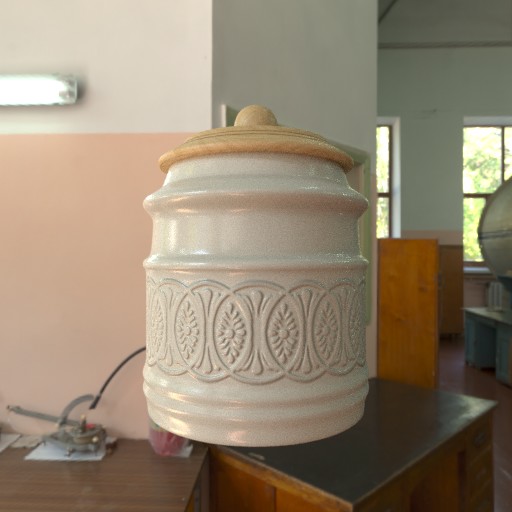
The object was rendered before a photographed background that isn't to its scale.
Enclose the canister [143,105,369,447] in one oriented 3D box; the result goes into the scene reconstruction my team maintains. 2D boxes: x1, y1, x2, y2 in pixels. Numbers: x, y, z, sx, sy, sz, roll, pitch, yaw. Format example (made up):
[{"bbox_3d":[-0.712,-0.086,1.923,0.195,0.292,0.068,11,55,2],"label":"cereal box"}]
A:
[{"bbox_3d":[0.000,0.000,0.262,0.130,0.176,0.130,0,0,0],"label":"canister"}]
